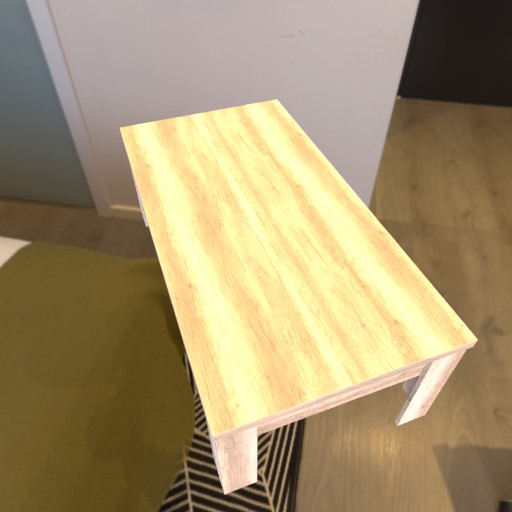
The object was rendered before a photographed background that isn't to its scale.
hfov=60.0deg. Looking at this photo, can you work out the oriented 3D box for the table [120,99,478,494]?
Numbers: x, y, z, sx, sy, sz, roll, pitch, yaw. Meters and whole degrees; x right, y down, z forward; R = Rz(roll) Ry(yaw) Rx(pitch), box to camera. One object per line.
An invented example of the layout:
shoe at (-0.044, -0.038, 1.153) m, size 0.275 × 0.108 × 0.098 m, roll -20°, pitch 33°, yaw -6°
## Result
table at (0.000, 0.000, 1.642) m, size 0.700 × 0.460 × 1.350 m, roll -15°, pitch 48°, yaw -14°
